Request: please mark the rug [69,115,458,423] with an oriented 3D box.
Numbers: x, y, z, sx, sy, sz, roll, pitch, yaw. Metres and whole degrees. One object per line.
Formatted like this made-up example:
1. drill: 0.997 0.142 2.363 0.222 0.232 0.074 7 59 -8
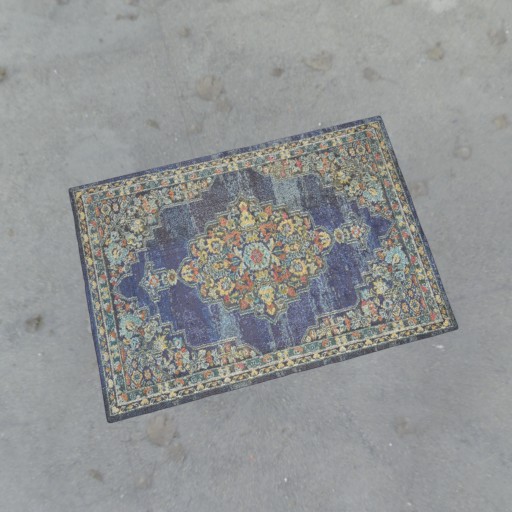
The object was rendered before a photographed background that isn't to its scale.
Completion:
1. rug: 0.000 0.000 3.805 2.940 0.011 2.053 -14 76 -4
